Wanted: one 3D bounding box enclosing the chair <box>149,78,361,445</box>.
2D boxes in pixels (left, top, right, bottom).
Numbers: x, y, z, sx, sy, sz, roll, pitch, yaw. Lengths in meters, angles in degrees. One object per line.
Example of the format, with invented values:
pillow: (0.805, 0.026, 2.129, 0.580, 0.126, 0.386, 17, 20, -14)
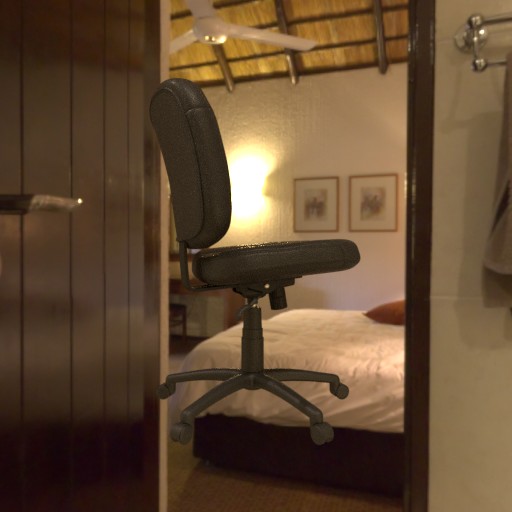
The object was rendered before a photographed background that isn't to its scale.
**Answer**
chair: (0.000, 0.000, 1.395, 0.646, 0.959, 0.647, 0, 1, -18)
